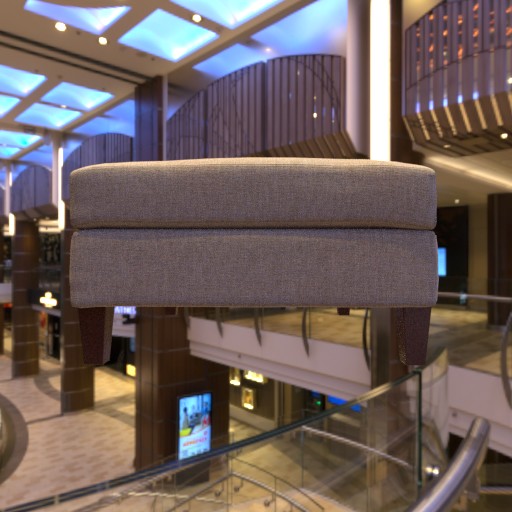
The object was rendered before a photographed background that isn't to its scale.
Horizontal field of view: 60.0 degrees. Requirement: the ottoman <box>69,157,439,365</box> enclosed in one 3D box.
[{"bbox_3d":[0.000,0.000,1.443,0.836,0.492,0.976,0,0,1],"label":"ottoman"}]
